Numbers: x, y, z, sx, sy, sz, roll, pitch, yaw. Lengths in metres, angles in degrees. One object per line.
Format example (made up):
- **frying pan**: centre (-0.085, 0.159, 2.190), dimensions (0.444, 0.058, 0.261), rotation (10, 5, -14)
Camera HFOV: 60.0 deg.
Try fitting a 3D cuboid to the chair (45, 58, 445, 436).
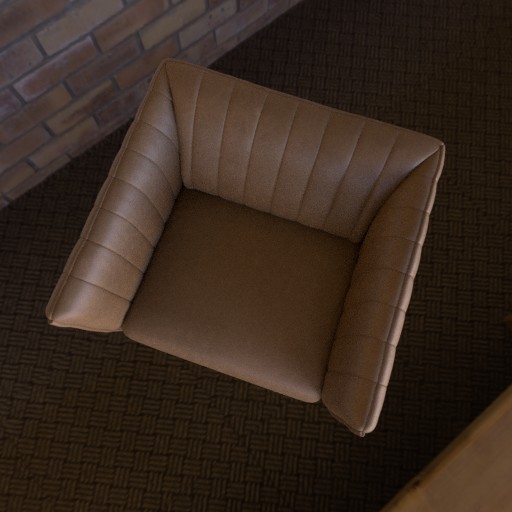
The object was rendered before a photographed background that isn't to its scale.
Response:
- **chair**: centre (0.000, 0.000, 1.599), dimensions (0.981, 0.779, 0.876), rotation (19, 77, 4)
